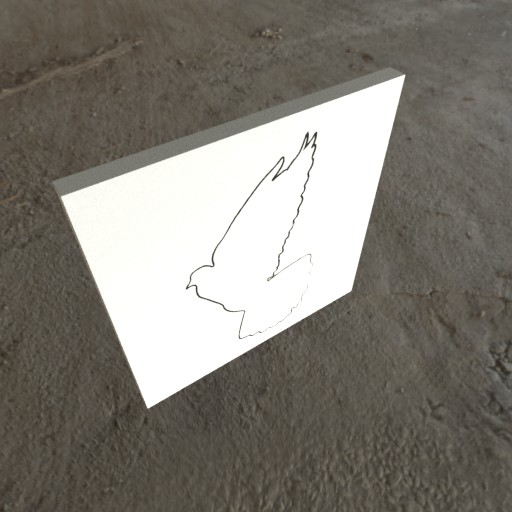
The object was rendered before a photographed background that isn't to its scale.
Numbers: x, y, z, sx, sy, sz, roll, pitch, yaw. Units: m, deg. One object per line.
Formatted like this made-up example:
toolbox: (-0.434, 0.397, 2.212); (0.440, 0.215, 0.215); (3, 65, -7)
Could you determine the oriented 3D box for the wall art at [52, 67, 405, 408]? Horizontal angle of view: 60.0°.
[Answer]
wall art: (0.000, 0.000, 0.901); (0.610, 0.610, 0.038); (-26, 52, -22)
